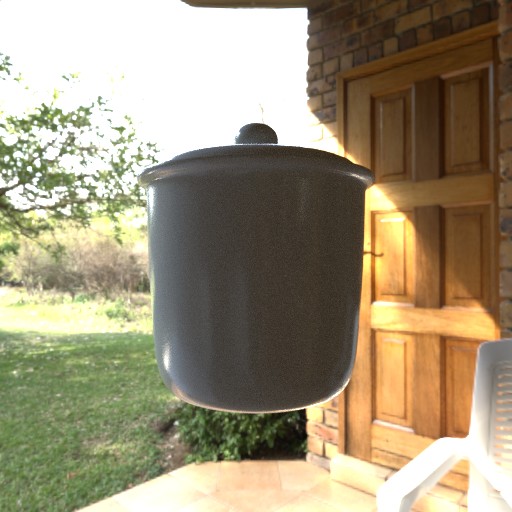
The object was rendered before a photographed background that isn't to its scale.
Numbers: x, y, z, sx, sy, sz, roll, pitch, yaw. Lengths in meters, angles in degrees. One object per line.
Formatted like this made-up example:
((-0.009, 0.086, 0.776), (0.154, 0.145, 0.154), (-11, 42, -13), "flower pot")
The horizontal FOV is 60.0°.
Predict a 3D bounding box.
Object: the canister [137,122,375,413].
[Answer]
((0.000, 0.000, 0.349), (0.182, 0.208, 0.182), (0, -1, 0), "canister")
